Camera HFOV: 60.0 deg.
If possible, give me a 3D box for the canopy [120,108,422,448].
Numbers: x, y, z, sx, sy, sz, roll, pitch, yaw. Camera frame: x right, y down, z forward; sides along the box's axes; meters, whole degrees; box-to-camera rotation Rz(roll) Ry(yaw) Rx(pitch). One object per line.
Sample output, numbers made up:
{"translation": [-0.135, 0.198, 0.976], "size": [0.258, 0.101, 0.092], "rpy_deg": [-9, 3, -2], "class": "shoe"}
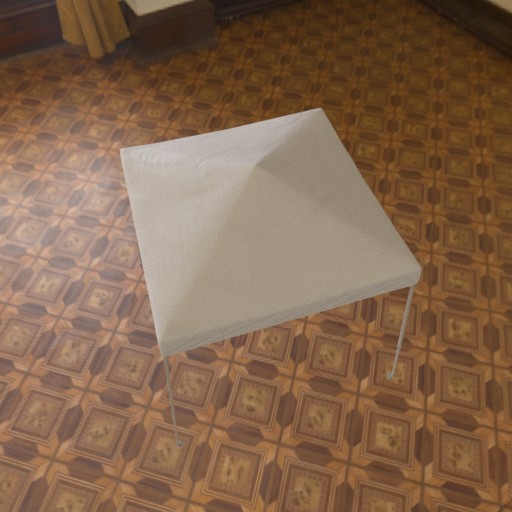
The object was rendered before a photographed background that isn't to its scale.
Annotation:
{"translation": [0.000, 0.000, 6.436], "size": [3.600, 3.600, 3.599], "rpy_deg": [-15, 57, -10], "class": "canopy"}
